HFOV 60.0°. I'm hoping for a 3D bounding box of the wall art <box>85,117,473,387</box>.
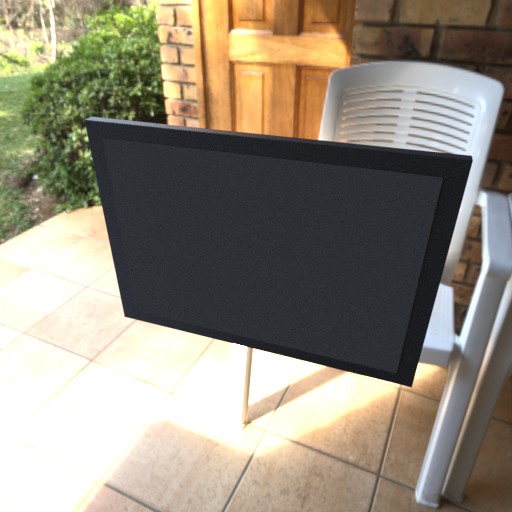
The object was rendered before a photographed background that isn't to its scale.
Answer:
[{"bbox_3d":[0.000,0.000,0.559,0.432,0.306,0.016,10,33,16],"label":"wall art"}]
